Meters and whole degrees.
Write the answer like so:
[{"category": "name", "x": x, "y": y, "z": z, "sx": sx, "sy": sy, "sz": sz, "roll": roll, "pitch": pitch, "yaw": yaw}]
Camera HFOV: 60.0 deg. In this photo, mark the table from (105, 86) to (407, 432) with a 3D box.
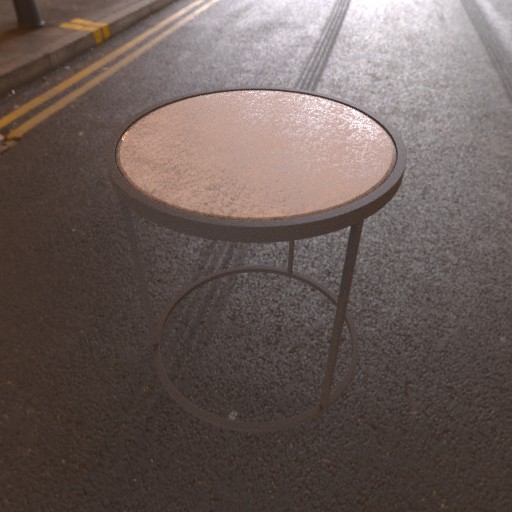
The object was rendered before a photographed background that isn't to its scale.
[{"category": "table", "x": 0.000, "y": 0.000, "z": 0.874, "sx": 0.470, "sy": 0.498, "sz": 0.470, "roll": 0, "pitch": 41, "yaw": 0}]
